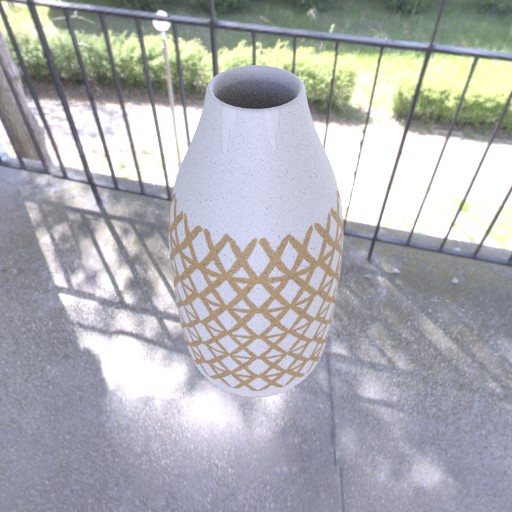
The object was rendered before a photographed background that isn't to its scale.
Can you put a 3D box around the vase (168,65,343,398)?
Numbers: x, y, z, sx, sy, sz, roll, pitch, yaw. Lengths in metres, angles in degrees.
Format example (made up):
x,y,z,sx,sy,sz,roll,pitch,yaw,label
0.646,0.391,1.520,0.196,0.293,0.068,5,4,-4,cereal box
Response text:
x,y,z,sx,sy,sz,roll,pitch,yaw,label
0.000,0.000,0.477,0.186,0.380,0.186,0,47,0,vase
